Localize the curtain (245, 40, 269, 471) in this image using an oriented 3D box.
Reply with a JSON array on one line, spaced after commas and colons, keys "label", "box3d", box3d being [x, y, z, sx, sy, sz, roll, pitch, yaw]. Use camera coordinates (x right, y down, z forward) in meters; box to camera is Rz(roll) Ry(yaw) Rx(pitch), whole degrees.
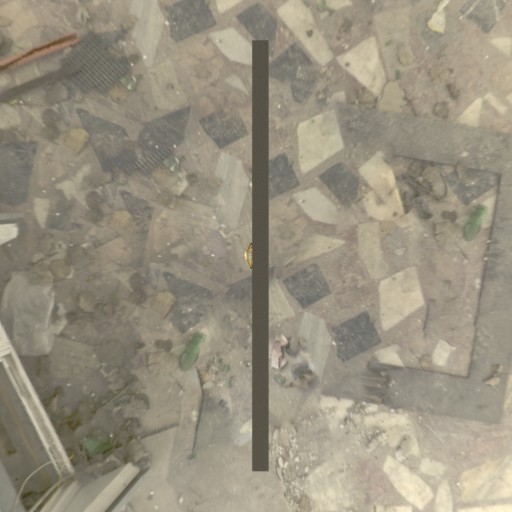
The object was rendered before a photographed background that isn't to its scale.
[{"label": "curtain", "box3d": [0.000, 0.000, 0.789, 0.027, 0.585, 0.483, 0, 90, 0]}]
